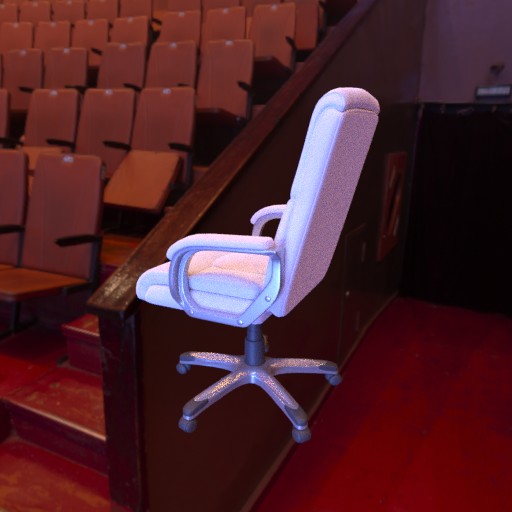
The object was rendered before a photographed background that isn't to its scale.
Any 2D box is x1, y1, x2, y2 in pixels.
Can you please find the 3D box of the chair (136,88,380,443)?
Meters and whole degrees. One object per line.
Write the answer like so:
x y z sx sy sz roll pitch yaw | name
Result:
0.000 0.000 1.612 0.738 1.120 0.687 7 18 24 | chair
